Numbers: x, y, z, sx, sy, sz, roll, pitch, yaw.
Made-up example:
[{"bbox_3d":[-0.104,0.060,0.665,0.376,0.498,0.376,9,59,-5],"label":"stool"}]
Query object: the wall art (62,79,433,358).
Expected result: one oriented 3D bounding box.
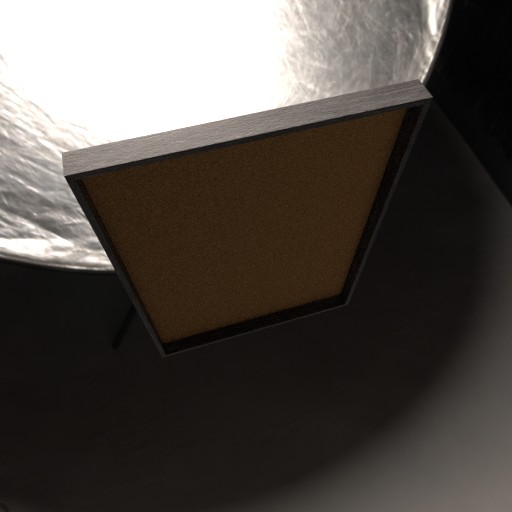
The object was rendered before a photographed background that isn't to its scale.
[{"bbox_3d":[0.000,0.000,1.326,0.762,1.016,0.063,-14,59,-9],"label":"wall art"}]
